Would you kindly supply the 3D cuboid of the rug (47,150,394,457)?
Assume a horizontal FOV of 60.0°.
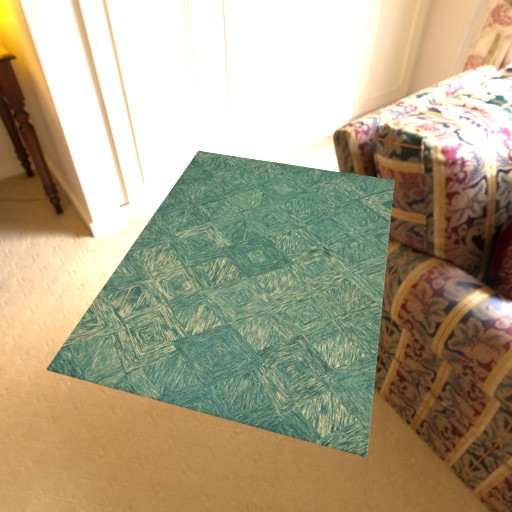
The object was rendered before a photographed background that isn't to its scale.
[{"bbox_3d":[0.000,0.000,4.229,2.405,0.027,3.217,11,46,11],"label":"rug"}]
